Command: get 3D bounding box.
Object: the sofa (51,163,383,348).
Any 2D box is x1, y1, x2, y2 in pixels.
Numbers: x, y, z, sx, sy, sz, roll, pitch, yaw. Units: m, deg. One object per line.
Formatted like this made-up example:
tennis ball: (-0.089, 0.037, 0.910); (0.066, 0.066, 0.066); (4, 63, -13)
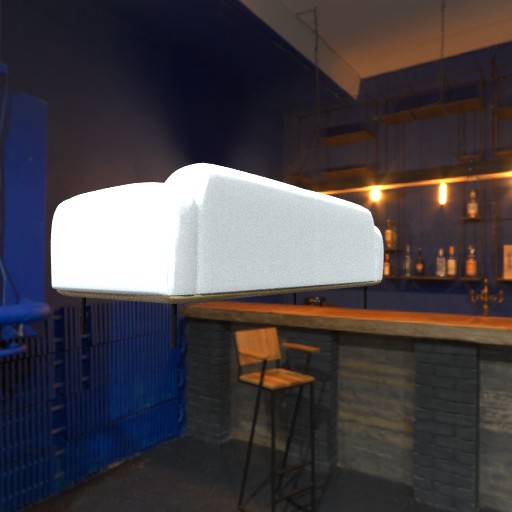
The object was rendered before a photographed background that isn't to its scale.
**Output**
sofa: (0.000, 0.000, 2.766); (0.870, 0.780, 2.280); (-1, -2, 36)
